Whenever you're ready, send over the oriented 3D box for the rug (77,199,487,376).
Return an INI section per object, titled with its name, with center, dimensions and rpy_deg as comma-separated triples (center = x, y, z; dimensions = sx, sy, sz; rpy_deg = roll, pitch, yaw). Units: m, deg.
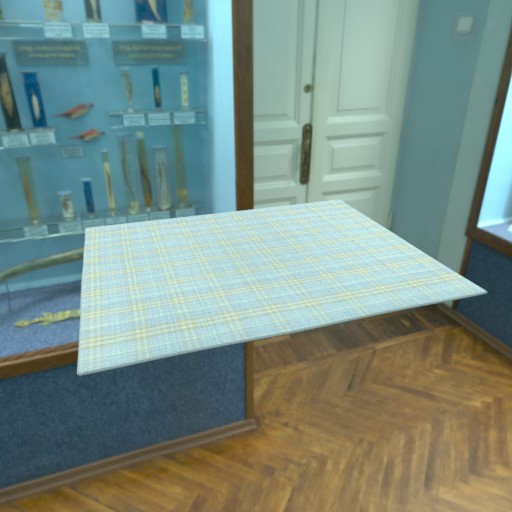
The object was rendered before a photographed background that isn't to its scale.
[rug]
center = 0.000, 0.000, 4.119
dimensions = 3.066, 0.030, 2.462
rpy_deg = -8, 27, -17
